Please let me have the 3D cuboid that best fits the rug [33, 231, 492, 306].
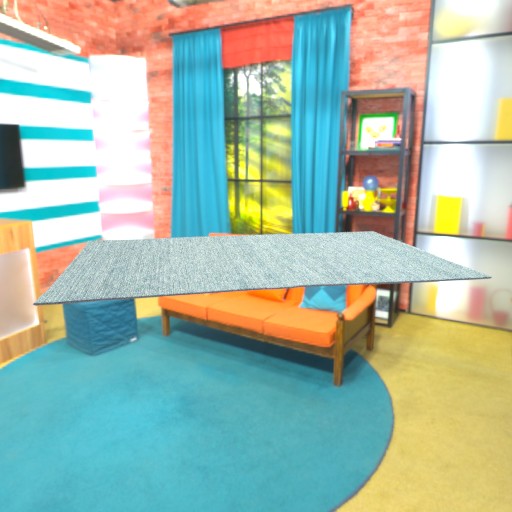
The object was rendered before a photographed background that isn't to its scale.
[{"bbox_3d":[0.000,0.000,2.296,1.853,0.022,1.174,-2,13,-10],"label":"rug"}]
